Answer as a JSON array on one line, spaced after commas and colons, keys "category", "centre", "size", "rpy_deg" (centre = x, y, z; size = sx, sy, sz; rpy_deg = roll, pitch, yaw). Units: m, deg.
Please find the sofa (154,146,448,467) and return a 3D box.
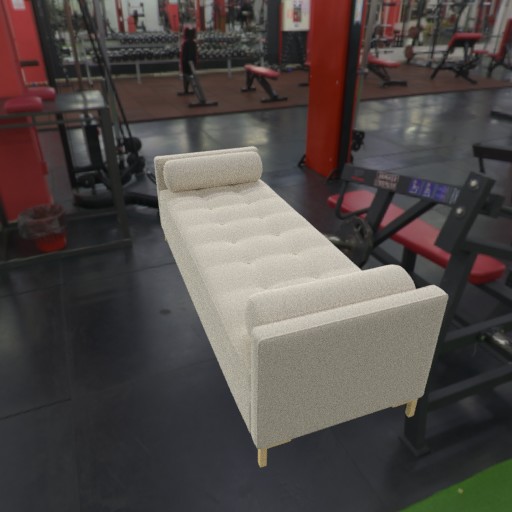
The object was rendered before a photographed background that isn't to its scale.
[{"category": "sofa", "centre": [0.000, 0.000, 2.391], "size": [0.746, 0.641, 1.985], "rpy_deg": [-10, 31, -18]}]
